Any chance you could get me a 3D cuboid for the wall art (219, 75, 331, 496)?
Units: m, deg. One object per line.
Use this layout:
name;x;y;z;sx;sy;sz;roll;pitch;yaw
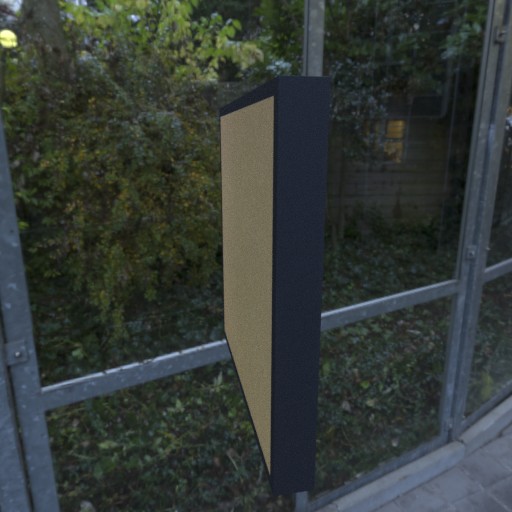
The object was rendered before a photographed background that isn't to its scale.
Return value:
wall art;0.000;0.000;0.452;0.033;0.304;0.305;-3;15;-11
